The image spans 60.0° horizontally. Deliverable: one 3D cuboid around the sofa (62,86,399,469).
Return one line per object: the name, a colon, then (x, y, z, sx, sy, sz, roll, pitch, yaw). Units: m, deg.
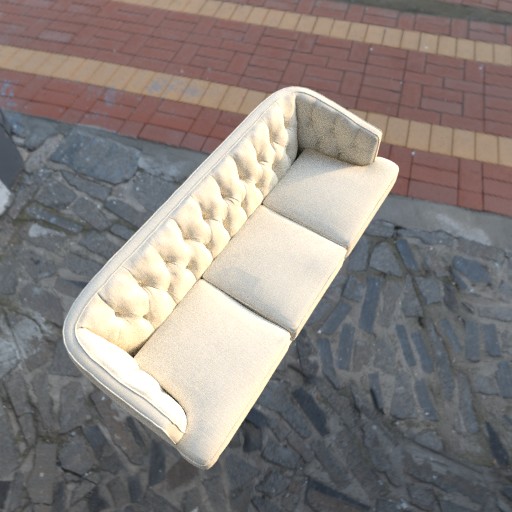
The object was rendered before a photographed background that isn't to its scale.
sofa: (0.000, 0.000, 2.717, 0.941, 0.855, 2.278, 29, 63, 16)
